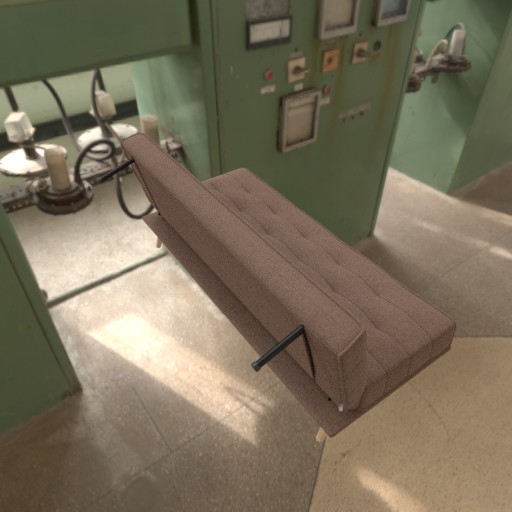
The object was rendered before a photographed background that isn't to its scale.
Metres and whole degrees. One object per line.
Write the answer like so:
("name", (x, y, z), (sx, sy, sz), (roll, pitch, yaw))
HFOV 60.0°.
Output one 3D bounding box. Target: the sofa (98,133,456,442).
("sofa", (0.000, 0.000, 2.332), (1.038, 0.810, 1.820), (-25, 47, -26))
